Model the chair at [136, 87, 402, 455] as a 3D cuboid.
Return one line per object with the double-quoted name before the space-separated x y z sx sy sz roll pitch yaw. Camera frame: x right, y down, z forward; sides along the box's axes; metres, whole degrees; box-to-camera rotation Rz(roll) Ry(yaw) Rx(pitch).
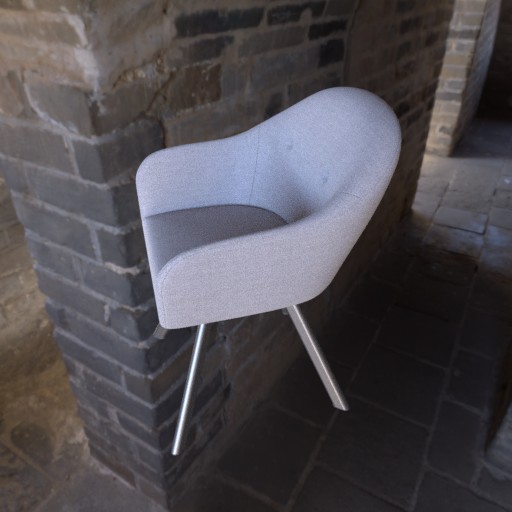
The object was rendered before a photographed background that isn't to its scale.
"chair" 0.000 0.000 1.135 0.570 0.780 0.540 -9 34 -14
